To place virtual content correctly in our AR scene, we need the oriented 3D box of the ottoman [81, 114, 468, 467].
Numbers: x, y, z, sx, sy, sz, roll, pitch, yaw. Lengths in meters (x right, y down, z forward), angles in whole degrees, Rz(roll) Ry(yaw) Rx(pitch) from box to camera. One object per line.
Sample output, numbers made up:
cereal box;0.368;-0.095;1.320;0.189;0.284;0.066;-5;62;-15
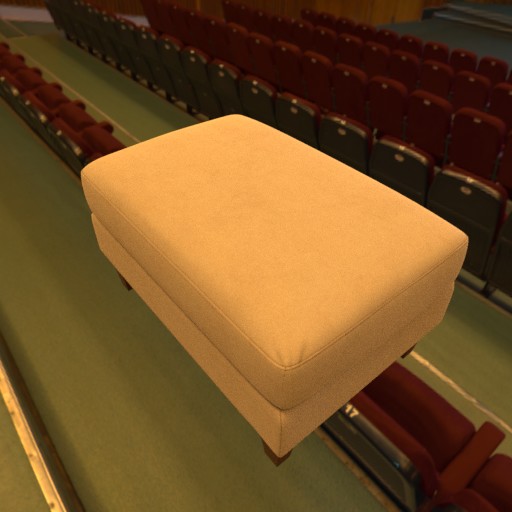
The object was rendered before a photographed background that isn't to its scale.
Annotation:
ottoman;0.000;0.000;1.200;0.584;0.483;0.864;-28;48;-29
